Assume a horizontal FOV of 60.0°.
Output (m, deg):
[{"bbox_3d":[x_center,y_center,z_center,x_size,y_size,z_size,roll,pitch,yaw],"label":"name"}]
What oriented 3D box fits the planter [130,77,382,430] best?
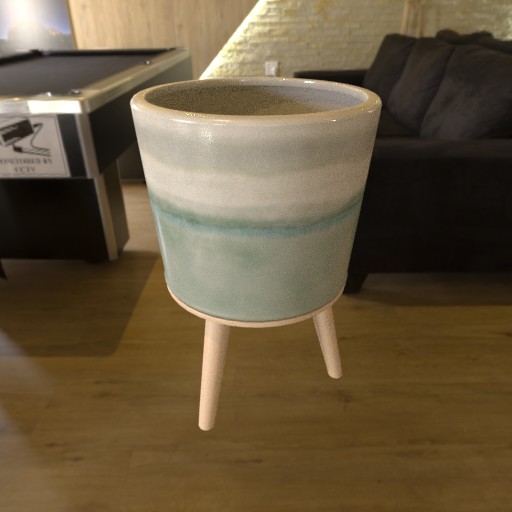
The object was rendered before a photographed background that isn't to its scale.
[{"bbox_3d":[0.000,0.000,0.577,0.265,0.404,0.265,8,30,14],"label":"planter"}]
